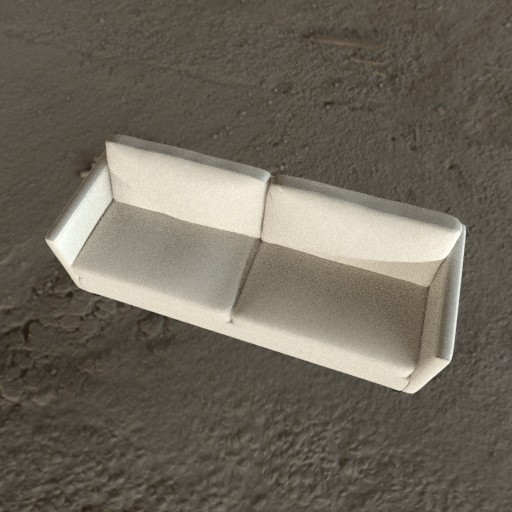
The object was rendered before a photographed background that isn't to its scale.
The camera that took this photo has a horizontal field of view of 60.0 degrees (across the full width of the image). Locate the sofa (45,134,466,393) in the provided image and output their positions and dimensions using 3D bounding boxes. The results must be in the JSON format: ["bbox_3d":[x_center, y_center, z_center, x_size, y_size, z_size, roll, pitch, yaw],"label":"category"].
[{"bbox_3d":[0.000,0.000,2.917,2.434,0.965,0.948,16,60,10],"label":"sofa"}]
